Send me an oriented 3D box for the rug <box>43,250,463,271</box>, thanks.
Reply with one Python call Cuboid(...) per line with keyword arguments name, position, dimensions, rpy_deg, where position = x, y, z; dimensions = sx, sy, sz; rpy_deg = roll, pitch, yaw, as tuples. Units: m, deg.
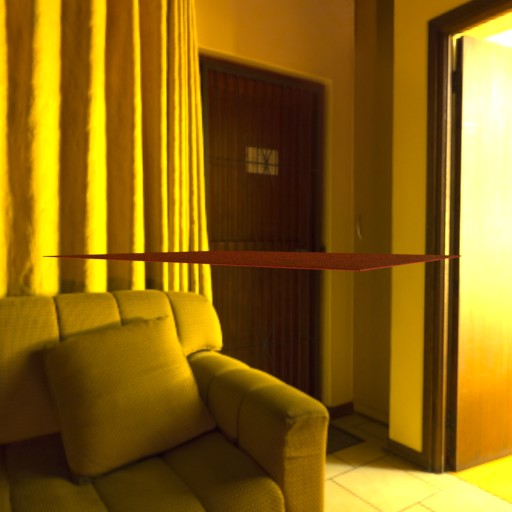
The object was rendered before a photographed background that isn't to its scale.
Cuboid(name="rug", position=(0.000, 0.000, 3.918), dimensions=(2.929, 0.012, 2.300), rpy_deg=(2, 3, 36))
